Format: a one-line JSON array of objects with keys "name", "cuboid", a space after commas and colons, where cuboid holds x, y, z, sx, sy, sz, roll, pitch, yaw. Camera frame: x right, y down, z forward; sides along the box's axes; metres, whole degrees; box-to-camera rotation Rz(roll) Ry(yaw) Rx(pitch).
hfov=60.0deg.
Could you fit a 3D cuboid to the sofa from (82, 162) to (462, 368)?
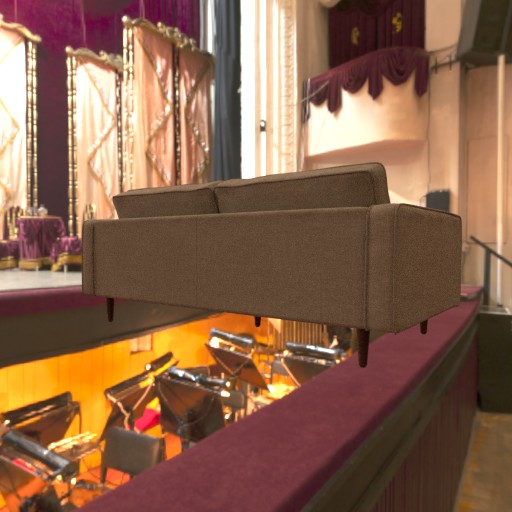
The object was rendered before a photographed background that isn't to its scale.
[{"name": "sofa", "cuboid": [0.000, 0.000, 2.360, 1.879, 0.762, 0.914, 1, 2, 37]}]
